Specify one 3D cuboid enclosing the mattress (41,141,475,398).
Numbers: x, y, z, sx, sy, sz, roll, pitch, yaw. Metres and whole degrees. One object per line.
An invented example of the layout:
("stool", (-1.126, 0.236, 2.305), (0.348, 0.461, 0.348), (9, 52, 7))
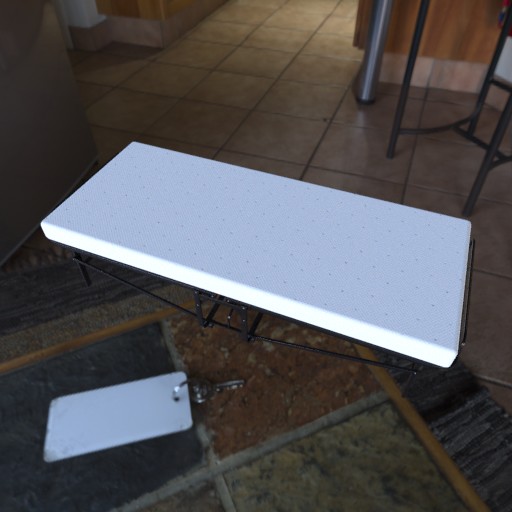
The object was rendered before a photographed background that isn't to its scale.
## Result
("mattress", (0.000, 0.000, 2.493), (2.153, 0.519, 0.922), (16, 48, 15))
